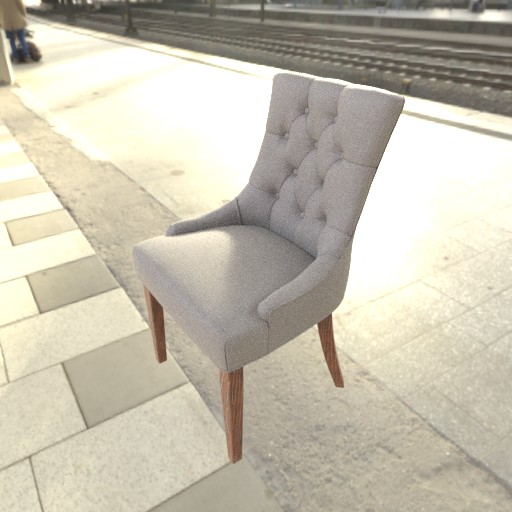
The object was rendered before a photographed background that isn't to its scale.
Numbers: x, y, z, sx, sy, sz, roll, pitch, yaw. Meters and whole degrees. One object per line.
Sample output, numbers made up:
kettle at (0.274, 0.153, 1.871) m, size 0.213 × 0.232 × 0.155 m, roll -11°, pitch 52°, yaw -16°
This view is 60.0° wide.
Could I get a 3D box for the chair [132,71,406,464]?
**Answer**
chair at (0.000, 0.000, 1.224) m, size 0.565 × 0.874 × 0.509 m, roll -20°, pitch 36°, yaw -30°
